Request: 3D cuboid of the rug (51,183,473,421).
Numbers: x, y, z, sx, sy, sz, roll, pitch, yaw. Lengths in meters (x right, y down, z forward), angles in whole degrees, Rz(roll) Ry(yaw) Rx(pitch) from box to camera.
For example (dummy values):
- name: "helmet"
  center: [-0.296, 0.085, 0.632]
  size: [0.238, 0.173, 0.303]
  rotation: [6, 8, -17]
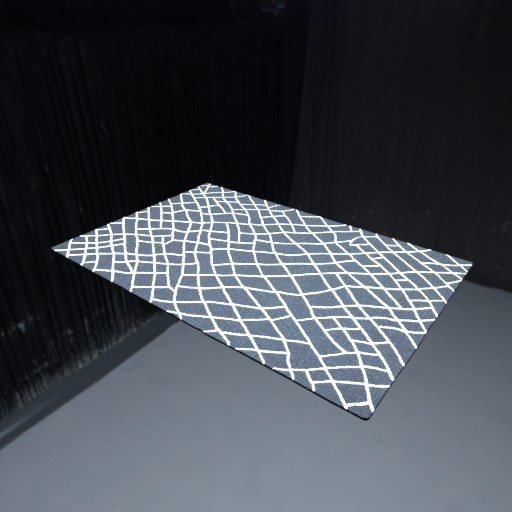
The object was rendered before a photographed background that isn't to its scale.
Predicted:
- name: "rug"
  center: [0.000, 0.000, 2.294]
  size: [1.830, 0.013, 1.223]
  rotation: [21, 36, 32]
